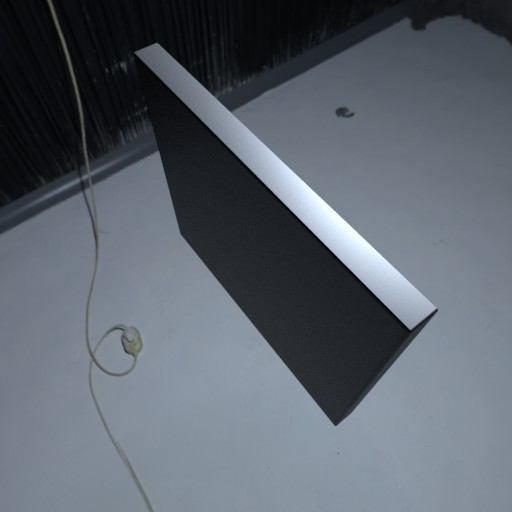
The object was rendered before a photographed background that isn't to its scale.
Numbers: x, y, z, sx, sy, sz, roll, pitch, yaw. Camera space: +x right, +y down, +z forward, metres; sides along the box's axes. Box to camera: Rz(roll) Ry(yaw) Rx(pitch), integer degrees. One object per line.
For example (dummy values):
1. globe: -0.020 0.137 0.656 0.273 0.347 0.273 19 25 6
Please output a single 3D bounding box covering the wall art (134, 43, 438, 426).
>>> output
1. wall art: 0.000 0.000 0.520 0.028 0.330 0.380 -33 64 -18
